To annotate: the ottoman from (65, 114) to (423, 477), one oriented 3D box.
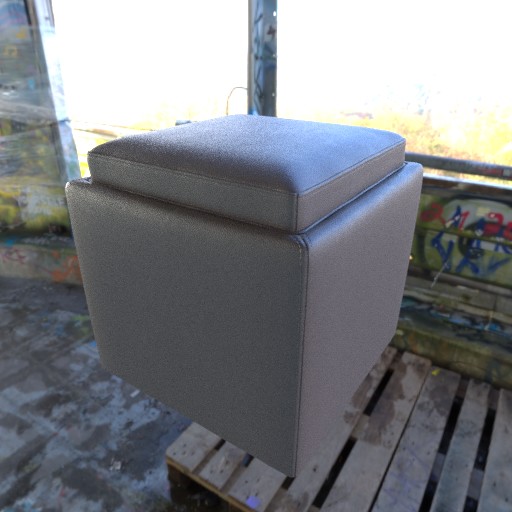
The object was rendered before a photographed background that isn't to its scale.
[{"bbox_3d":[0.000,0.000,0.813,0.450,0.460,0.451,17,31,31],"label":"ottoman"}]
